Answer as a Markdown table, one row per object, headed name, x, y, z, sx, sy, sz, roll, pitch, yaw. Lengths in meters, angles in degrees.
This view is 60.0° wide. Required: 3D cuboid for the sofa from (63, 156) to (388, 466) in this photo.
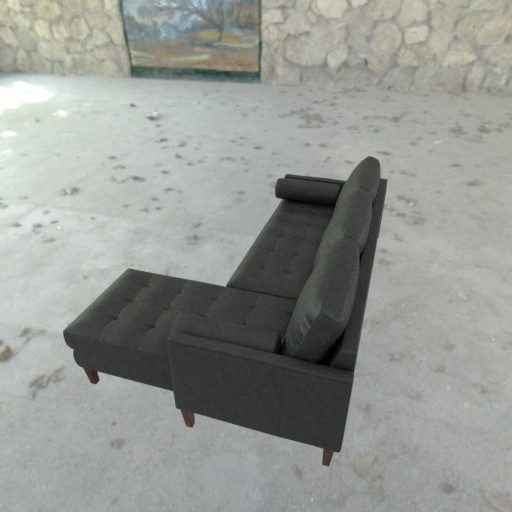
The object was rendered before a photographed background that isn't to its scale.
| name | x | y | z | sx | sy | sz | roll | pitch | yaw |
| --- | --- | --- | --- | --- | --- | --- | --- | --- | --- |
| sofa | 0.000 | 0.000 | 2.917 | 1.497 | 0.876 | 2.178 | 9 | 33 | 15 |
